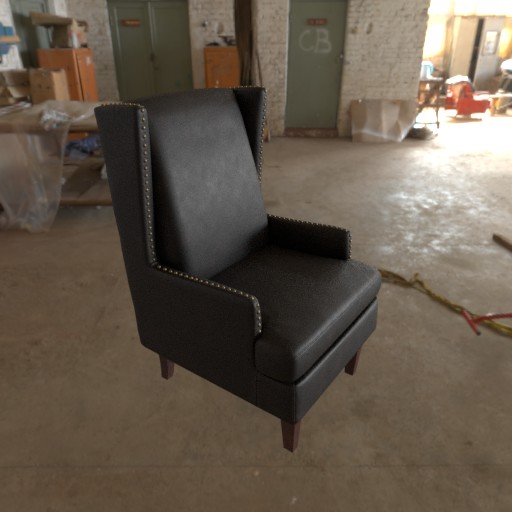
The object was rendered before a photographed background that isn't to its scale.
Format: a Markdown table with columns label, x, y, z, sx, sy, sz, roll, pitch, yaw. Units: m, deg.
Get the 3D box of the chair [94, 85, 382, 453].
| label | x | y | z | sx | sy | sz | roll | pitch | yaw |
| --- | --- | --- | --- | --- | --- | --- | --- | --- | --- |
| chair | 0.000 | 0.000 | 1.687 | 0.799 | 1.142 | 0.703 | 18 | 32 | 32 |
